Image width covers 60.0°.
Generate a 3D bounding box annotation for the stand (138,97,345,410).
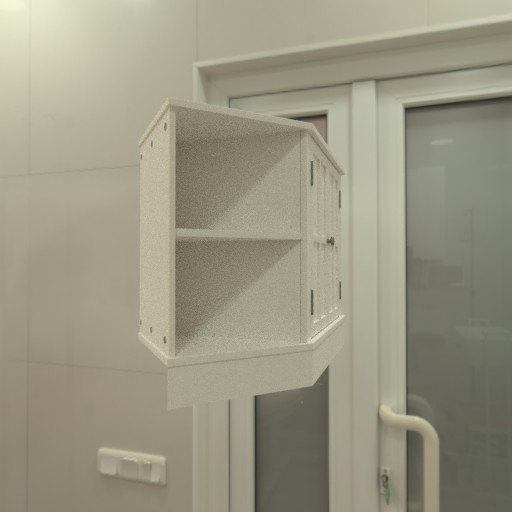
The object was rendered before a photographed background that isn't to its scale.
[{"bbox_3d":[0.000,0.000,1.373,0.477,0.614,1.072,0,-1,19],"label":"stand"}]
